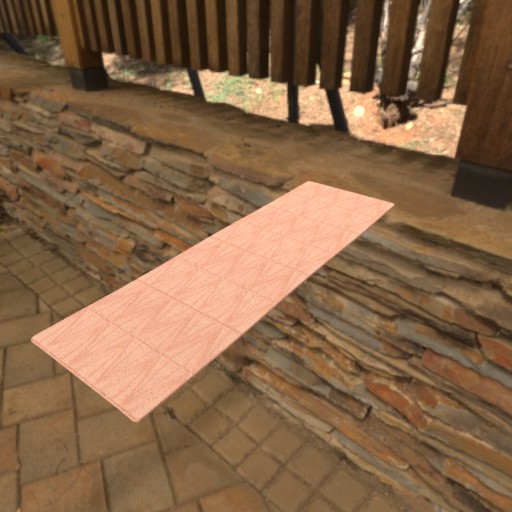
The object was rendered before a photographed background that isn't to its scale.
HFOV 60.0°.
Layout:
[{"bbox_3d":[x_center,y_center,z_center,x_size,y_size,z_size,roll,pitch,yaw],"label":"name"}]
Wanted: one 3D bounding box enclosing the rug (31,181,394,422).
[{"bbox_3d":[0.000,0.000,2.661,0.760,0.015,2.435,22,37,31],"label":"rug"}]
